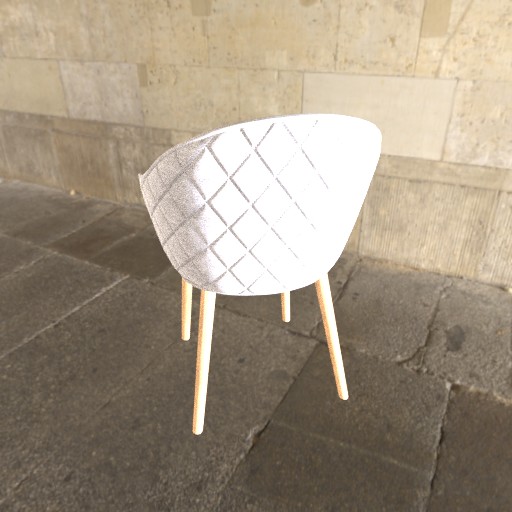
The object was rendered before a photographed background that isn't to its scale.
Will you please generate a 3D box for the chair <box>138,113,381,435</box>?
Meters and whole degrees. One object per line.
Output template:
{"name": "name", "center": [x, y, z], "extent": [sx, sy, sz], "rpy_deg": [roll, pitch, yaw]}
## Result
{"name": "chair", "center": [0.000, 0.000, 1.159], "extent": [0.540, 0.800, 0.530], "rpy_deg": [-8, 29, -15]}
